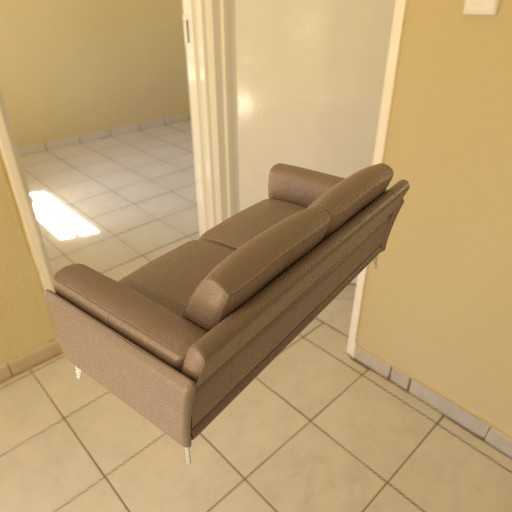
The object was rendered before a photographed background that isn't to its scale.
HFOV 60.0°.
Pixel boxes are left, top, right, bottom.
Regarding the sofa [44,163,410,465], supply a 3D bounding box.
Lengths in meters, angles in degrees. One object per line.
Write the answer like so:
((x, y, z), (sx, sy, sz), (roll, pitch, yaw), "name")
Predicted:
((0.000, 0.000, 2.648), (1.049, 0.930, 2.101), (22, 38, 31), "sofa")
